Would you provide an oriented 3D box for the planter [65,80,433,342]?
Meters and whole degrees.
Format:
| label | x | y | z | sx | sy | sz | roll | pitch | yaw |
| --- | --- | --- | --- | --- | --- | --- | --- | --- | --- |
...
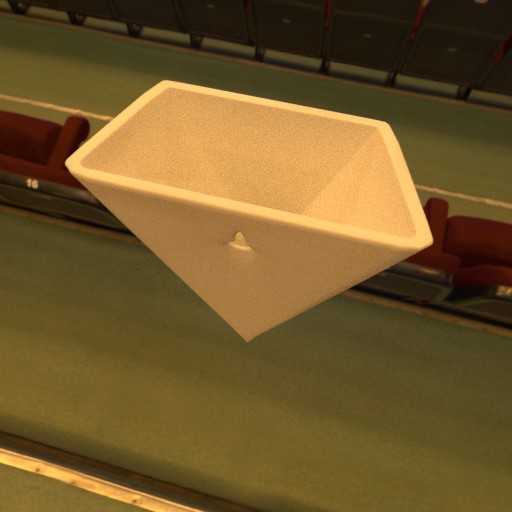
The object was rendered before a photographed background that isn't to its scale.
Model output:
| label | x | y | z | sx | sy | sz | roll | pitch | yaw |
| --- | --- | --- | --- | --- | --- | --- | --- | --- | --- |
| planter | 0.000 | 0.000 | 0.272 | 0.150 | 0.197 | 0.060 | 13 | 64 | 6 |
